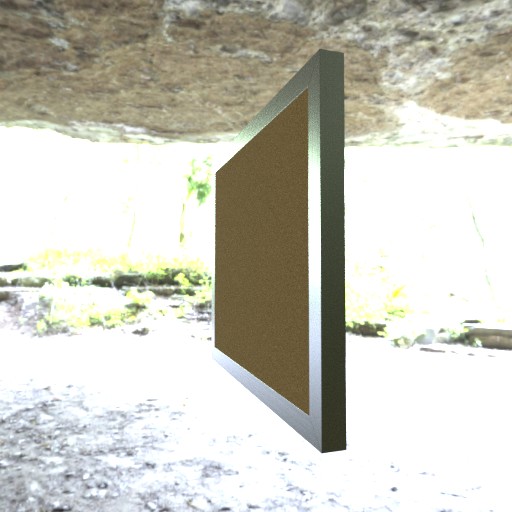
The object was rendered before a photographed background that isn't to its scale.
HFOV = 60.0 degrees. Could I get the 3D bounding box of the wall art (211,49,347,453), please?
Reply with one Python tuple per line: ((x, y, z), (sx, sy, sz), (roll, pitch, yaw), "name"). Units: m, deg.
((0.000, 0.000, 0.767), (0.032, 0.456, 0.557), (1, -2, -18), "wall art")
